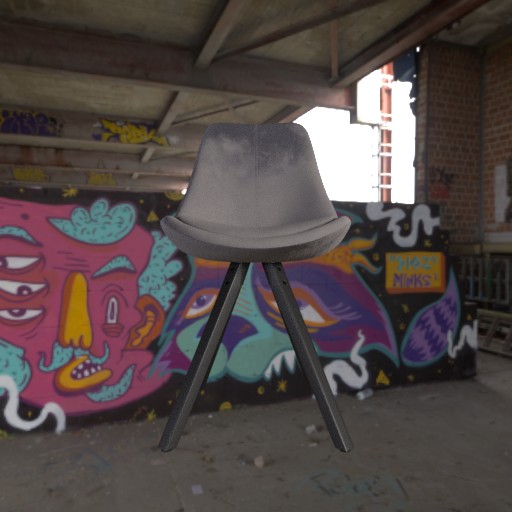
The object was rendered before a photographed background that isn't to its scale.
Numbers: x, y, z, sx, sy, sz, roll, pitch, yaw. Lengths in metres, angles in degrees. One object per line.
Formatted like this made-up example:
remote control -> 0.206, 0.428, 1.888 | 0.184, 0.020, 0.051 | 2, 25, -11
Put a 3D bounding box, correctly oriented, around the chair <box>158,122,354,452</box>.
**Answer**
chair -> 0.000, 0.000, 1.183 | 0.476, 0.850, 0.550 | 0, 1, 0
